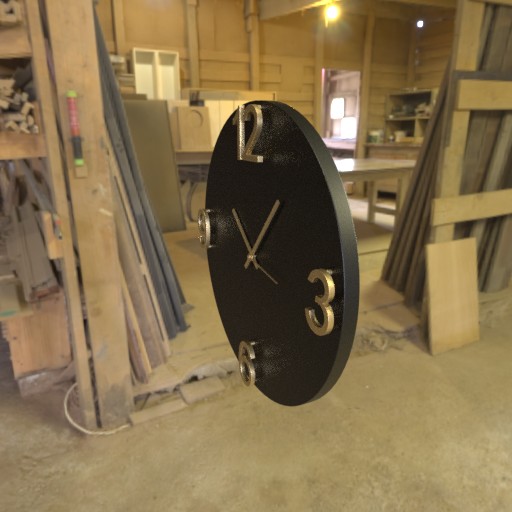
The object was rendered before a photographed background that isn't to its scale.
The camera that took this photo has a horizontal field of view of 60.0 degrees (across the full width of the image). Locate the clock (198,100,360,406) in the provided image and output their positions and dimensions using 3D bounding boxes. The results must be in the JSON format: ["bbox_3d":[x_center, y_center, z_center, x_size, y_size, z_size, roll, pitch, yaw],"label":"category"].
[{"bbox_3d":[0.000,0.000,0.684,0.038,0.454,0.454,-8,18,-25],"label":"clock"}]
